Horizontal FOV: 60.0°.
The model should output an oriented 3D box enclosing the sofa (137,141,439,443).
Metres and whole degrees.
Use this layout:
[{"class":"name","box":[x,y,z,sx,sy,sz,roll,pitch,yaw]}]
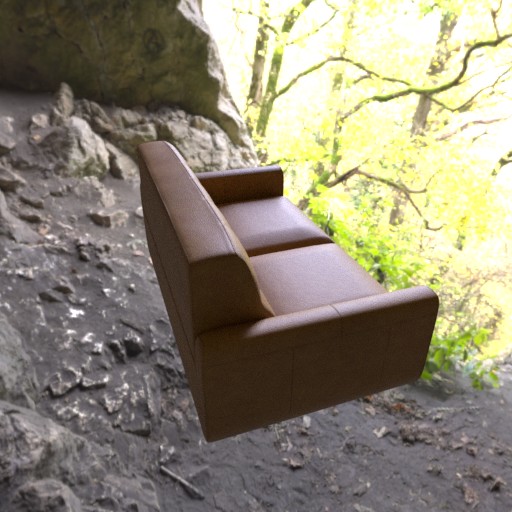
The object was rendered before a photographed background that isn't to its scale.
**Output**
[{"class":"sofa","box":[0.000,0.000,2.279,0.952,0.925,1.651,-10,32,-17]}]
